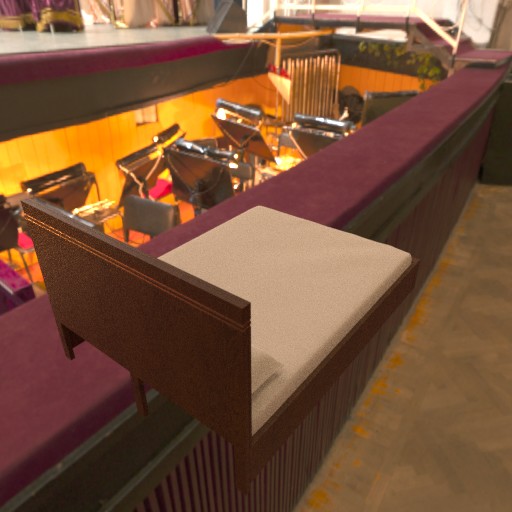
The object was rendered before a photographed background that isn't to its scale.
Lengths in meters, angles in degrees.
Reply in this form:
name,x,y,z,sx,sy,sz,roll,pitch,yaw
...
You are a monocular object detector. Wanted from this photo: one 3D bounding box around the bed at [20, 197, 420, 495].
name,x,y,z,sx,sy,sz,roll,pitch,yaw
bed,0.000,0.000,3.101,1.613,1.169,2.221,22,37,32
